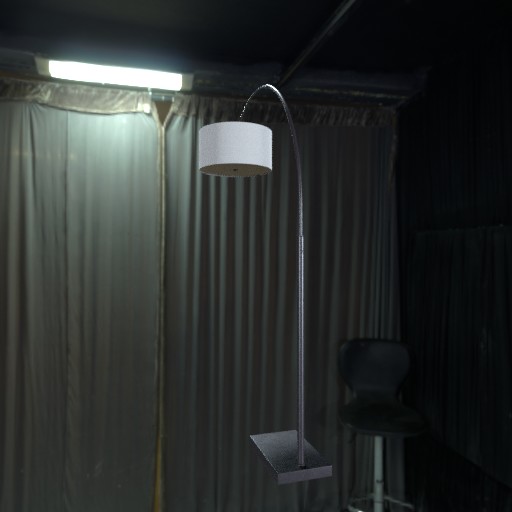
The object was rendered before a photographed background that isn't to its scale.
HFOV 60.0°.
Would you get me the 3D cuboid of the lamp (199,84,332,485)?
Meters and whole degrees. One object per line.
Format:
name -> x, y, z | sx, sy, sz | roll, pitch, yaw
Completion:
lamp -> 0.000, 0.000, 2.580 | 0.493, 1.927, 1.424 | 0, 0, -17
